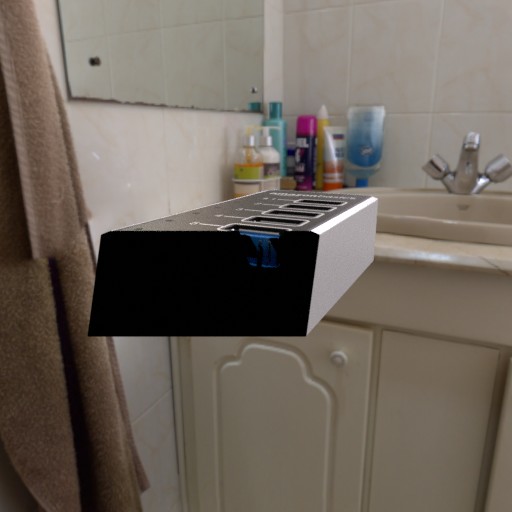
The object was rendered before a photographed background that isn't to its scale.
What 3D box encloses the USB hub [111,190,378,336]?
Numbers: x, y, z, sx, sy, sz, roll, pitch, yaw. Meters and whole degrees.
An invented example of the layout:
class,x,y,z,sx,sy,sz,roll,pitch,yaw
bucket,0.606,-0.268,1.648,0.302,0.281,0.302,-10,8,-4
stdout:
class,x,y,z,sx,sy,sz,roll,pitch,yaw
USB hub,0.000,0.000,0.123,0.044,0.023,0.110,8,17,26
